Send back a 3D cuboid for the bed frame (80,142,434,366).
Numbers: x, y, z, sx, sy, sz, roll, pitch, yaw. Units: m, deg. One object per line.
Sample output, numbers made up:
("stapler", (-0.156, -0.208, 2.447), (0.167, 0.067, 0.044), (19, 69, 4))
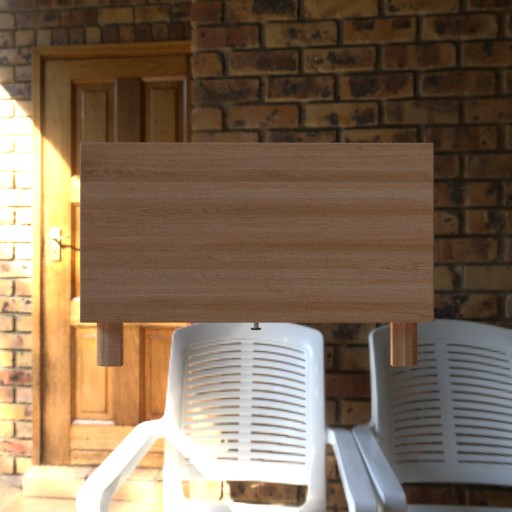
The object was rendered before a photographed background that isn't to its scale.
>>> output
("bed frame", (0.000, 0.000, 2.834), (1.472, 0.940, 1.992), (0, 0, 0))
